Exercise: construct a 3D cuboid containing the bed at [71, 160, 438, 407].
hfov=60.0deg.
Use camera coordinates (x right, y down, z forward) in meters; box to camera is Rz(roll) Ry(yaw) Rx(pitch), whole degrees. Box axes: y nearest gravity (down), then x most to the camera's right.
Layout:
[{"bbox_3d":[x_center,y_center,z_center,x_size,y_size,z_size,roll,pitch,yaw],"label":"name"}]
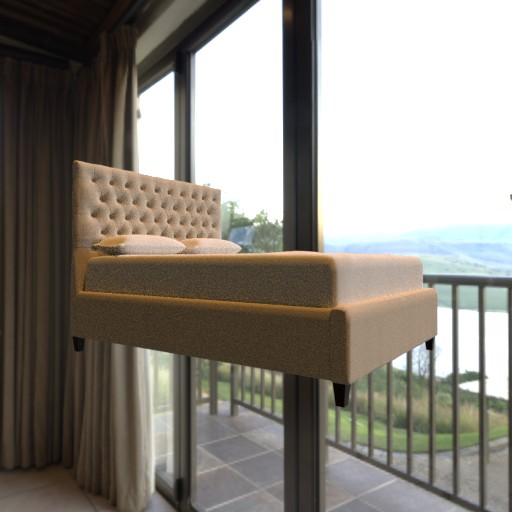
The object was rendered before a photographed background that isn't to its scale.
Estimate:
[{"bbox_3d":[0.000,0.000,3.355,2.233,1.426,1.696,0,0,36],"label":"bed"}]
